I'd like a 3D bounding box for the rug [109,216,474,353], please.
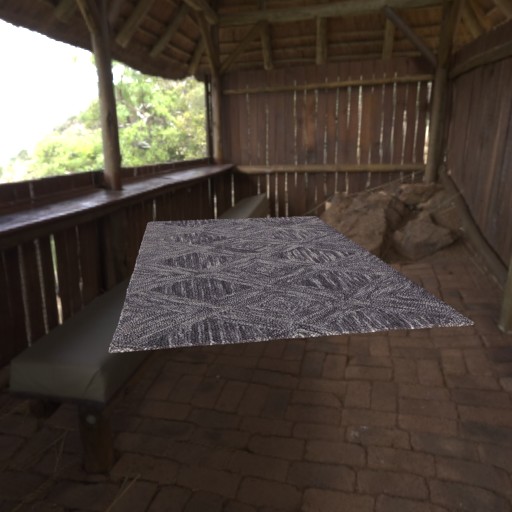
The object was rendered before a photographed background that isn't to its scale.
[{"bbox_3d":[0.000,0.000,2.252,1.186,0.012,1.814,-3,17,-9],"label":"rug"}]
